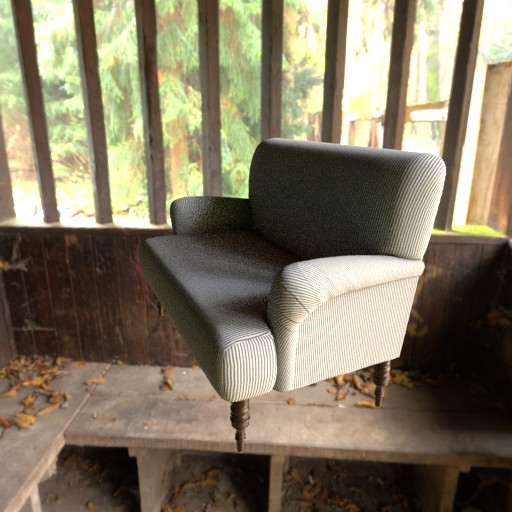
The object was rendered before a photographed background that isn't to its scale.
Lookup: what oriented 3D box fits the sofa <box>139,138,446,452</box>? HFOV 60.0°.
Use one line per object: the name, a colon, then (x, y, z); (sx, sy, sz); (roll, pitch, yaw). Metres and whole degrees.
sofa: (0.000, 0.000, 1.841); (0.779, 0.889, 1.297); (-8, 19, -23)
